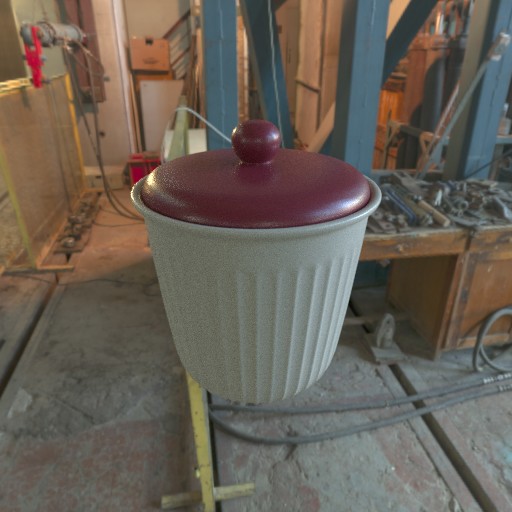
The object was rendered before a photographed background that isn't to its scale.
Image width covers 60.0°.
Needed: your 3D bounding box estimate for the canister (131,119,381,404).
[{"bbox_3d":[0.000,0.000,0.355,0.181,0.211,0.181,0,26,0],"label":"canister"}]
